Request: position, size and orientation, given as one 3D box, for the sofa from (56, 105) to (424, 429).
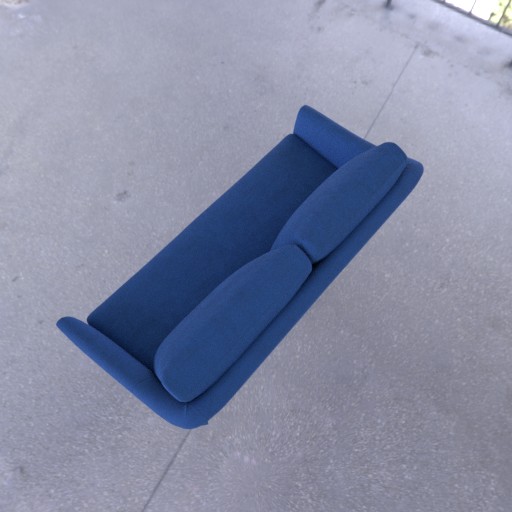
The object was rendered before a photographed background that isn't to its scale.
[{"bbox_3d":[0.000,0.000,2.571,0.960,0.903,2.036,38,69,17],"label":"sofa"}]
